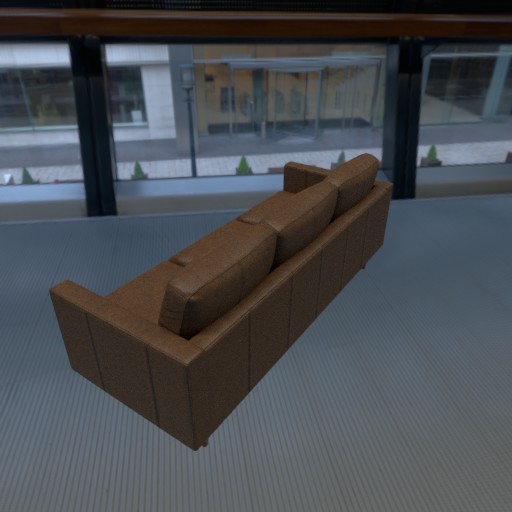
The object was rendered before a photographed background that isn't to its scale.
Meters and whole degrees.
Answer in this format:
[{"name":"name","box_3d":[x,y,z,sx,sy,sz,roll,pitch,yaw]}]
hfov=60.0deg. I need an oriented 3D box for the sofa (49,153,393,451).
[{"name":"sofa","box_3d":[0.000,0.000,2.775,0.903,0.930,2.231,19,36,29]}]
